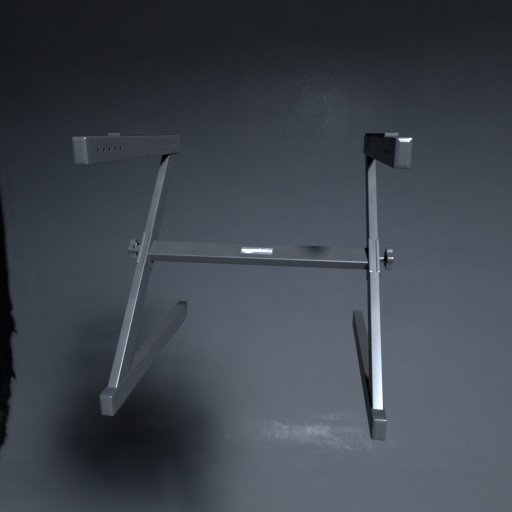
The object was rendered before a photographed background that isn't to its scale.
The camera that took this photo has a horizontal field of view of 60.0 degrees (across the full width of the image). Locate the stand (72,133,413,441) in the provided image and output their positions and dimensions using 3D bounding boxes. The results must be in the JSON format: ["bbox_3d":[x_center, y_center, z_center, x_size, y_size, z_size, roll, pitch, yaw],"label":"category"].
[{"bbox_3d":[0.000,0.000,1.154,0.700,0.617,0.586,2,16,8],"label":"stand"}]
